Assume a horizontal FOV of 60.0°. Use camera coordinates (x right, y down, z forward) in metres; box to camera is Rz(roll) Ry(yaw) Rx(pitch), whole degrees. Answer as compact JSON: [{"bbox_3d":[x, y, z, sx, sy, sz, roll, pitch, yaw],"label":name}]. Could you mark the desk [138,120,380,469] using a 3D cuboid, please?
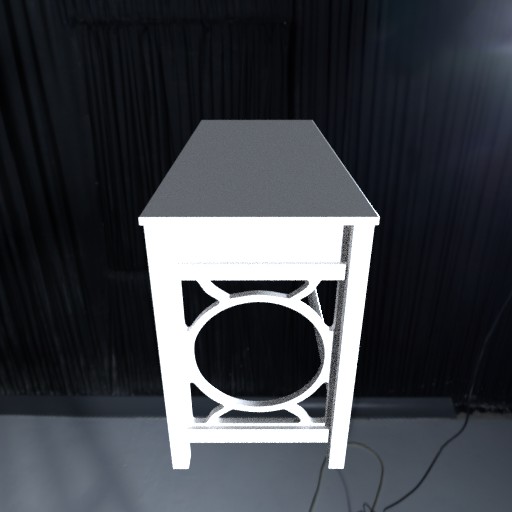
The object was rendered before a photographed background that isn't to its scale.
[{"bbox_3d":[0.000,0.000,1.606,0.504,0.762,1.191,0,26,0],"label":"desk"}]
